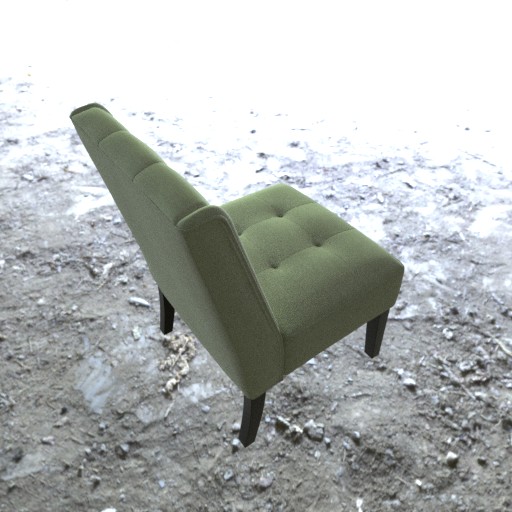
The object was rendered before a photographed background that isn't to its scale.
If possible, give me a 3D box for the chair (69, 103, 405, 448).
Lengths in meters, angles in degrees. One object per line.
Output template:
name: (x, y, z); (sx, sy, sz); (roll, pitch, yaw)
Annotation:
chair: (0.000, 0.000, 1.263); (0.676, 0.853, 0.569); (-25, 47, -26)
